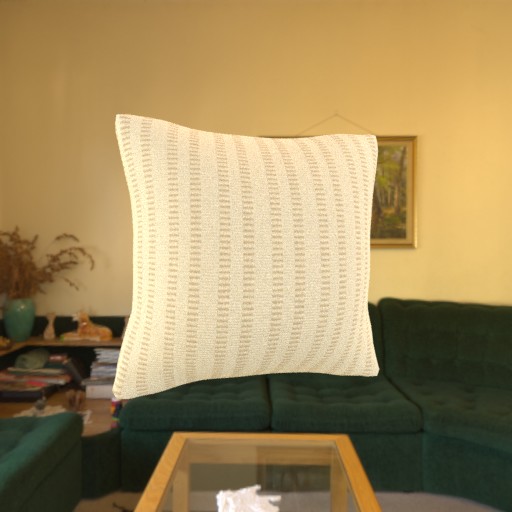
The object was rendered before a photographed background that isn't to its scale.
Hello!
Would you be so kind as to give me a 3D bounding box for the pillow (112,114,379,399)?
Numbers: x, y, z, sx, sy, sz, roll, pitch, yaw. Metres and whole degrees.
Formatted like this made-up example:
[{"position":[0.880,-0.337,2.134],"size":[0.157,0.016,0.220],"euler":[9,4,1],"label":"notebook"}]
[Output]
[{"position":[0.000,0.000,0.709],"size":[0.438,0.419,0.247],"euler":[0,1,-16],"label":"pillow"}]
